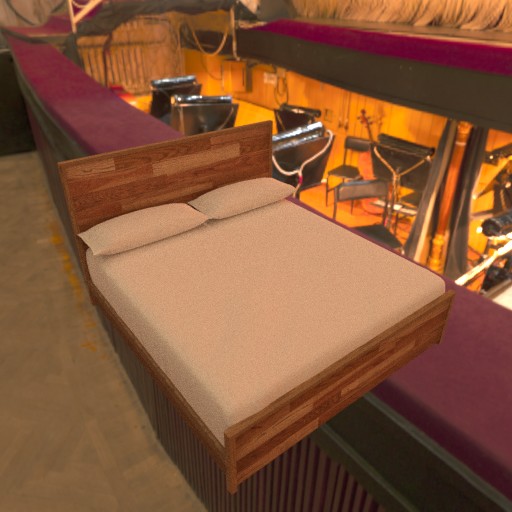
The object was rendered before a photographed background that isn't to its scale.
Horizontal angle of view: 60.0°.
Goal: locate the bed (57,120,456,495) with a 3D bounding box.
[{"bbox_3d":[0.000,0.000,3.375,2.013,1.295,2.184,-22,37,-31],"label":"bed"}]
